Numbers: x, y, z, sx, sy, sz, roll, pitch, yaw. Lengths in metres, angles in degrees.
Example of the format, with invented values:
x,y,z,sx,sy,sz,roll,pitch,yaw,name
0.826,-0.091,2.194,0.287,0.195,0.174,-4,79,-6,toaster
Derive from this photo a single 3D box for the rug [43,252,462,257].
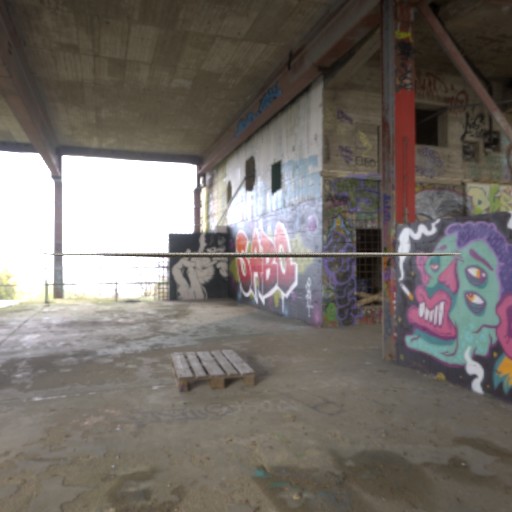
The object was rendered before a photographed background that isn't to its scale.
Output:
x,y,z,sx,sy,sz,roll,pitch,yaw,name
0.000,0.000,4.103,2.451,0.026,3.069,0,0,1,rug
